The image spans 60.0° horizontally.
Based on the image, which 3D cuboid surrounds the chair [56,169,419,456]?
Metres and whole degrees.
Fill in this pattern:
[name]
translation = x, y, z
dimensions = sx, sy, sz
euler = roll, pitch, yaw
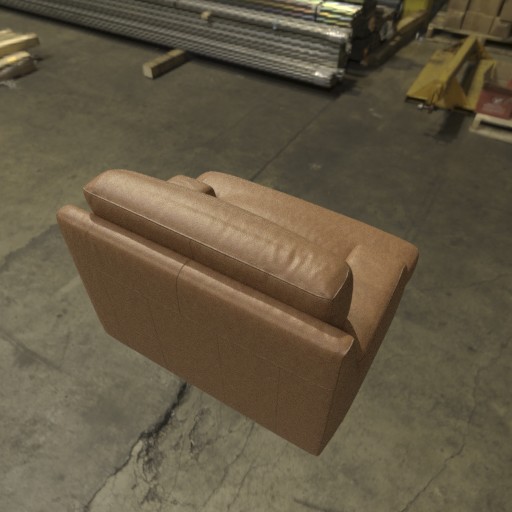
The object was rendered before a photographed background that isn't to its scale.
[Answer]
[chair]
translation = 0.000, 0.000, 2.007
dimensions = 1.276, 0.978, 1.050
euler = 24, 51, 21
